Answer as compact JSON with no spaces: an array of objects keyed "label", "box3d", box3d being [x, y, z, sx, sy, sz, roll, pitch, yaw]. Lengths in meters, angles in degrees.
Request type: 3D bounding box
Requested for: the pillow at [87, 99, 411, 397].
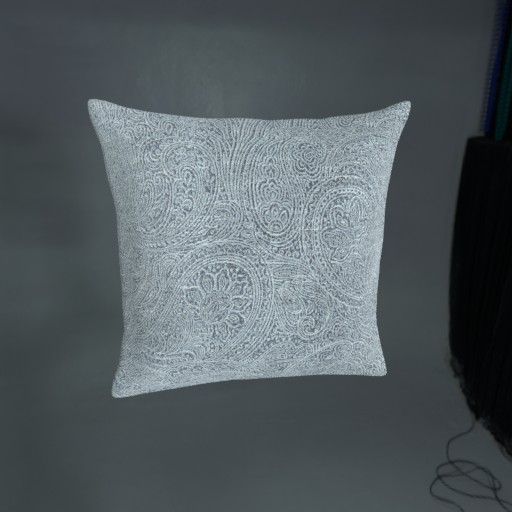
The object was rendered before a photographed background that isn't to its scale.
[{"label":"pillow","box3d":[0.000,0.000,0.766,0.523,0.510,0.166,-3,17,-9]}]
